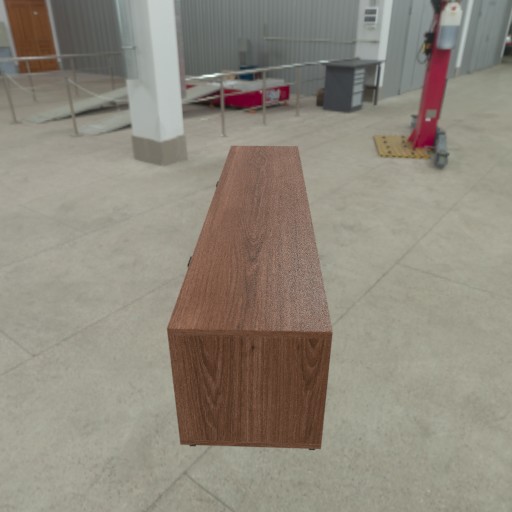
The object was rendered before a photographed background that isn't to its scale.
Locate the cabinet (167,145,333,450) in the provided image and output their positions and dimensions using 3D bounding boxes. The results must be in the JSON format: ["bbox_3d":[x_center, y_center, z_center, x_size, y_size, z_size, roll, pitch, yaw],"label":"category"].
[{"bbox_3d":[0.000,0.000,1.829,0.400,0.500,1.650,1,28,2],"label":"cabinet"}]
